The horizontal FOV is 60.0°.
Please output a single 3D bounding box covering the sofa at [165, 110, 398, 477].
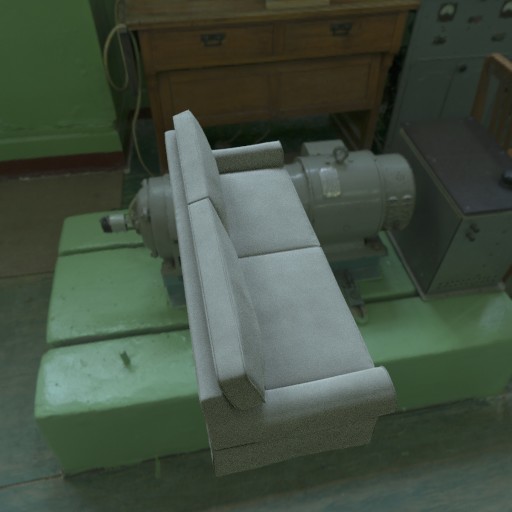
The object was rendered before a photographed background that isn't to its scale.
[{"bbox_3d":[0.000,0.000,2.741,0.900,1.014,2.246,-9,46,-8],"label":"sofa"}]
